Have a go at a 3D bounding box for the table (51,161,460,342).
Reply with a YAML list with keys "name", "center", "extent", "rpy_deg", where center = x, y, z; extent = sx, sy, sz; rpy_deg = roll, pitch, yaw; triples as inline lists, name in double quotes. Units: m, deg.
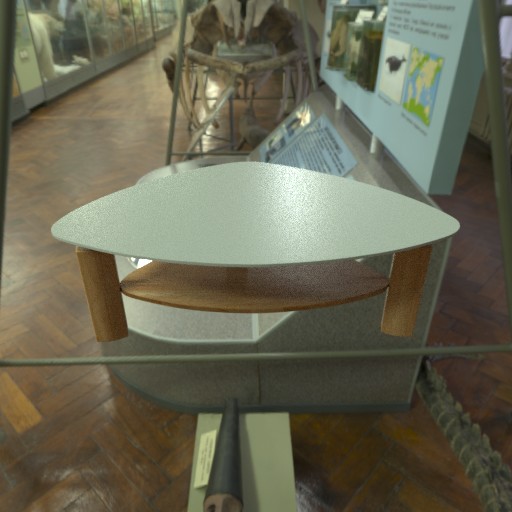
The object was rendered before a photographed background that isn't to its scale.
- name: "table"
  center: [0.000, 0.000, 1.631]
  extent: [1.250, 0.440, 0.850]
  rpy_deg: [-1, 30, -1]
